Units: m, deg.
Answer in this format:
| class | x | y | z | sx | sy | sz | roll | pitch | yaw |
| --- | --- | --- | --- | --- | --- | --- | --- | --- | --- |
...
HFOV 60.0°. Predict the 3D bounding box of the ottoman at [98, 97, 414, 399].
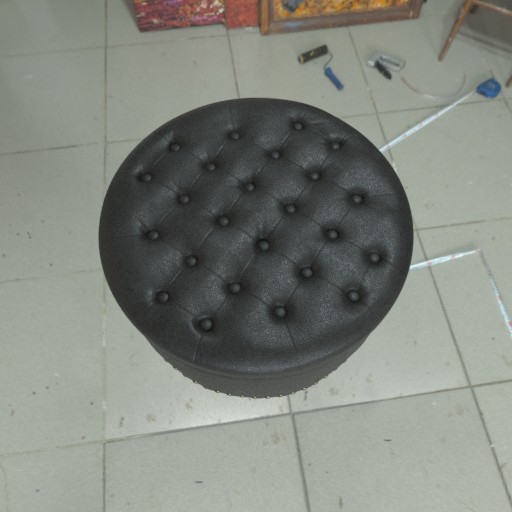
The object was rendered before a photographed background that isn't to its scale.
| class | x | y | z | sx | sy | sz | roll | pitch | yaw |
| --- | --- | --- | --- | --- | --- | --- | --- | --- | --- |
| ottoman | 0.000 | 0.000 | 1.069 | 0.637 | 0.442 | 0.637 | 0 | 64 | 0 |
